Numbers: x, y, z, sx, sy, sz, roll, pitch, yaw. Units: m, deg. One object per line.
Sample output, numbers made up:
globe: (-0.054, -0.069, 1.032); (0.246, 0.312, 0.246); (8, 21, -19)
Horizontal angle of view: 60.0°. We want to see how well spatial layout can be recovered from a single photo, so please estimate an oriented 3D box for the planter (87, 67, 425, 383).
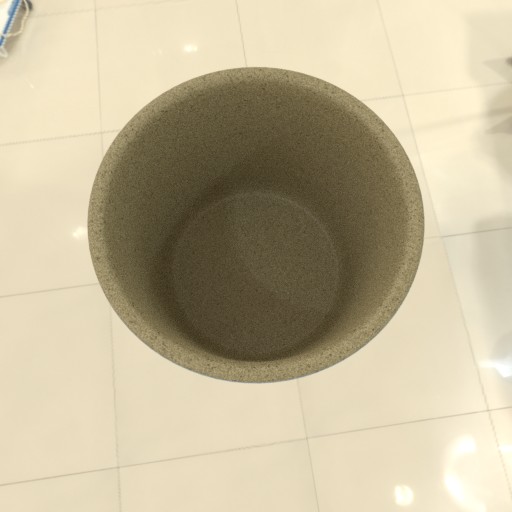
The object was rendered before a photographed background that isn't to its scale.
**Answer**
planter: (0.000, 0.000, 0.411); (0.227, 0.235, 0.227); (0, 74, 0)
